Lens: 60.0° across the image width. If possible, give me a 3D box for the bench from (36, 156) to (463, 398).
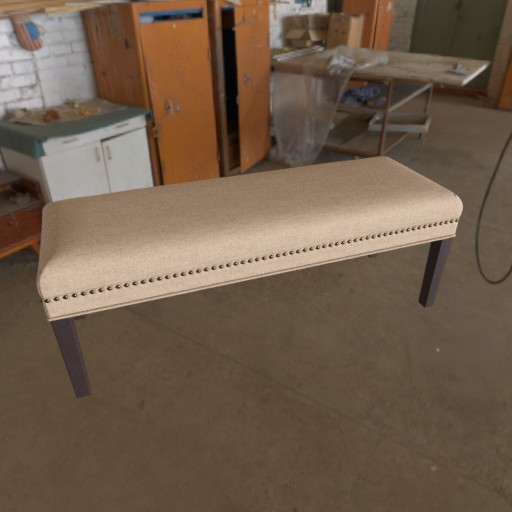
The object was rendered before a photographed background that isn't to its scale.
[{"bbox_3d":[0.000,0.000,1.436,1.219,0.457,0.410,-11,34,-17],"label":"bench"}]
